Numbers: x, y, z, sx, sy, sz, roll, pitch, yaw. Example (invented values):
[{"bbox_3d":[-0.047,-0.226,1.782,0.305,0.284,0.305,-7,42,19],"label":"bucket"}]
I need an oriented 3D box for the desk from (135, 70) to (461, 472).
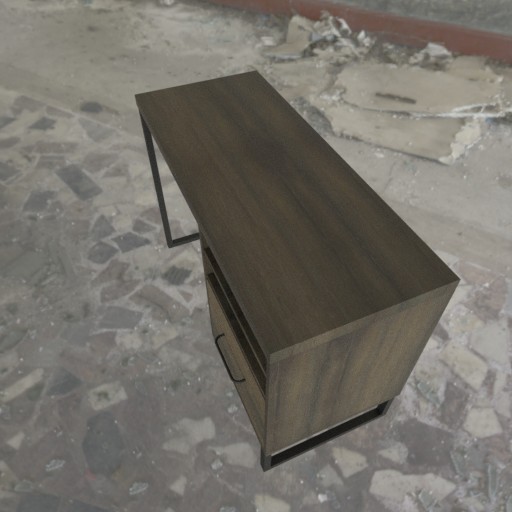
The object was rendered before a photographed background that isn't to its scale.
[{"bbox_3d":[0.000,0.000,1.554,0.511,0.752,1.134,-18,50,-16],"label":"desk"}]
